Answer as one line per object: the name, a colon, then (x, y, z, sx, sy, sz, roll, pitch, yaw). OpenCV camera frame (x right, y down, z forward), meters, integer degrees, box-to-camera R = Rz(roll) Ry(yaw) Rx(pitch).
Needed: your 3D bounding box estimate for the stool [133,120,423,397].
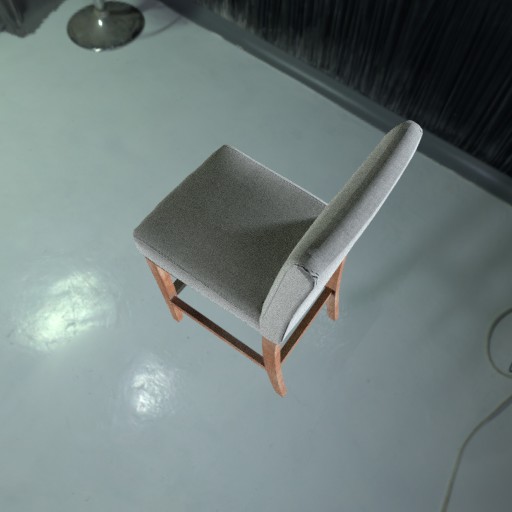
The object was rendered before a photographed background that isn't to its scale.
stool: (0.000, 0.000, 1.367, 0.570, 1.088, 0.439, 33, 67, 16)
